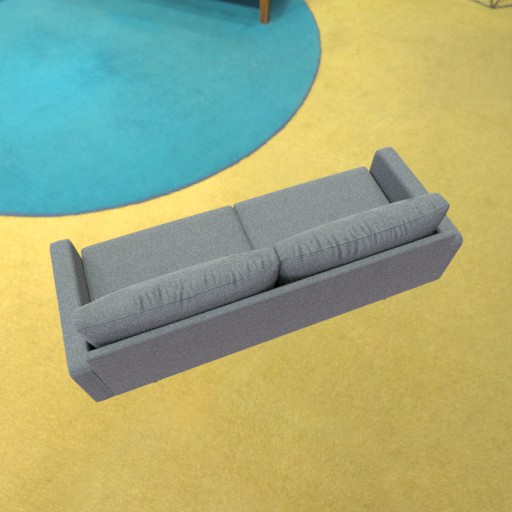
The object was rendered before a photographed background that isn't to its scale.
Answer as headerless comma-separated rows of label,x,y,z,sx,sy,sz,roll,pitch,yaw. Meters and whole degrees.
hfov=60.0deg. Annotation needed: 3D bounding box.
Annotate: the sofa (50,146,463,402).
sofa,0.000,0.000,2.655,2.200,0.880,0.880,-18,58,-11
